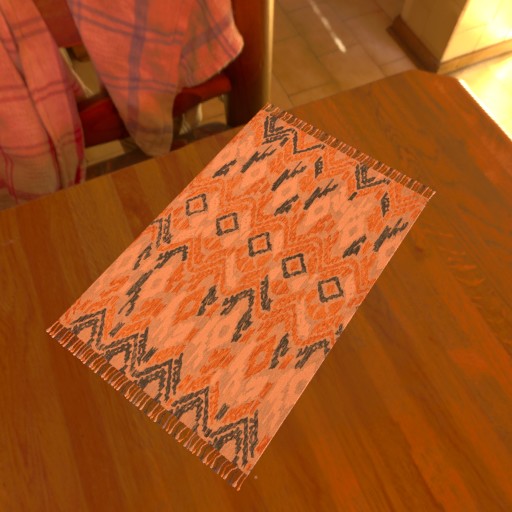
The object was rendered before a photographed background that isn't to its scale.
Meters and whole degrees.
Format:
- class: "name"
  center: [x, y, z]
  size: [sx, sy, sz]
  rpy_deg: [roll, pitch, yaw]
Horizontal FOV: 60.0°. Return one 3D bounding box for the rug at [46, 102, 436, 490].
- class: "rug"
  center: [0.000, 0.000, 3.040]
  size: [1.533, 0.010, 2.428]
  rpy_deg: [33, 68, 15]
